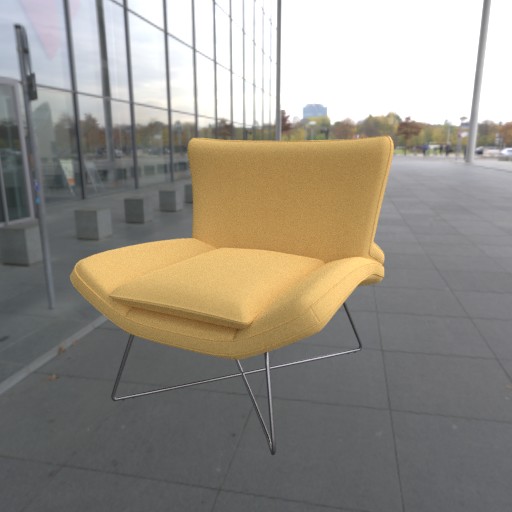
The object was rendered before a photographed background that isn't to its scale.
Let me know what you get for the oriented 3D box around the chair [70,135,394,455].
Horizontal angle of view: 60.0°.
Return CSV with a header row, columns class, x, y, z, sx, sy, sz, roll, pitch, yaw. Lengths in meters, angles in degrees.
class,x,y,z,sx,sy,sz,roll,pitch,yaw
chair,0.000,0.000,1.632,0.859,0.855,1.008,7,16,26
